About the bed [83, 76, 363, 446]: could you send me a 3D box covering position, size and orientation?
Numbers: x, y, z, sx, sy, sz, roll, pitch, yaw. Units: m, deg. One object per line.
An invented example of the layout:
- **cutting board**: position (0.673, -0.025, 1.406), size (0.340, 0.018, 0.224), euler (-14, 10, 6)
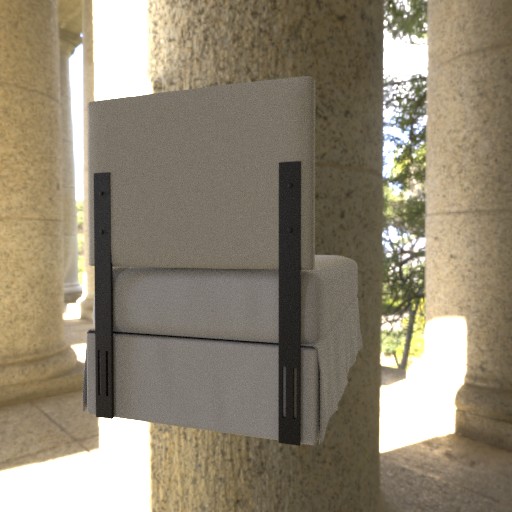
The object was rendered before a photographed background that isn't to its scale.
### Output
- **bed**: position (0.000, 0.000, 2.966), size (1.261, 1.571, 1.997), euler (0, 2, 18)
